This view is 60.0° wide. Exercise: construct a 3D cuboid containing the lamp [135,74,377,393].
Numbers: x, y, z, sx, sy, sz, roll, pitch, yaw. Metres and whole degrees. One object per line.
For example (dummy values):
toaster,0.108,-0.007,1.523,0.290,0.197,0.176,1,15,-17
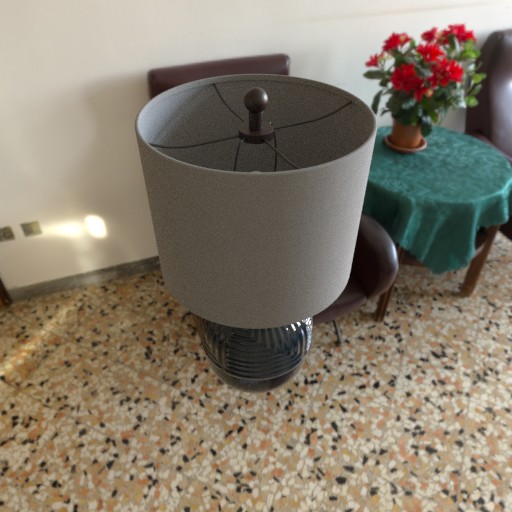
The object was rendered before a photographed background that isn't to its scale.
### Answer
lamp,0.000,0.000,0.753,0.318,0.567,0.318,0,41,0
